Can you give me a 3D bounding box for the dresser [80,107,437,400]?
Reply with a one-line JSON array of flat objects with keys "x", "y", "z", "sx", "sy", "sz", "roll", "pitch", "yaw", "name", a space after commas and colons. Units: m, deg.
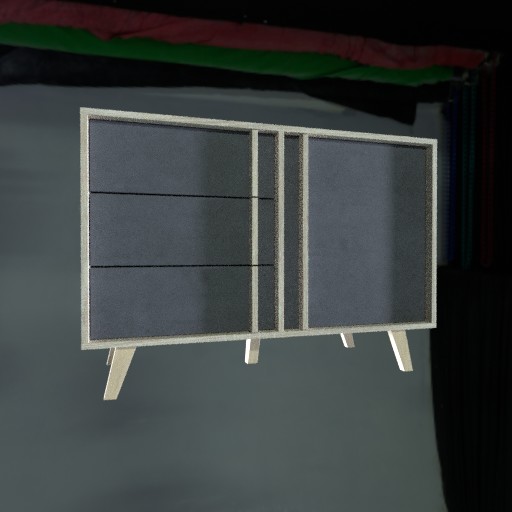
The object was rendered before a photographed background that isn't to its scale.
[{"x": 0.000, "y": 0.000, "z": 1.556, "sx": 1.110, "sy": 0.780, "sz": 0.500, "roll": 0, "pitch": 1, "yaw": -17, "name": "dresser"}]
